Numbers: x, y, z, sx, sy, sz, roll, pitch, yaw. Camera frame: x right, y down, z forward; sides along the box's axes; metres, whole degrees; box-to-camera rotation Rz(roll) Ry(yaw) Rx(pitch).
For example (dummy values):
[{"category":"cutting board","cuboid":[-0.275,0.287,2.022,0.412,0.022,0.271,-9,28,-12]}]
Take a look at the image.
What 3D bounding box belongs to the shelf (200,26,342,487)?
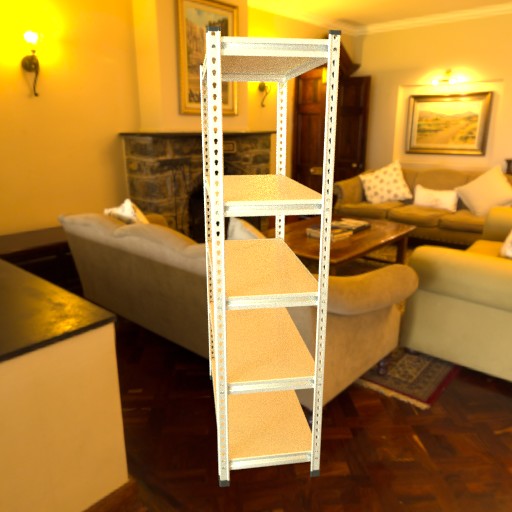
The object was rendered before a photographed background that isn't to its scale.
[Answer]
[{"category":"shelf","cuboid":[0.000,0.000,2.152,0.457,1.829,0.914,-2,16,-8]}]
